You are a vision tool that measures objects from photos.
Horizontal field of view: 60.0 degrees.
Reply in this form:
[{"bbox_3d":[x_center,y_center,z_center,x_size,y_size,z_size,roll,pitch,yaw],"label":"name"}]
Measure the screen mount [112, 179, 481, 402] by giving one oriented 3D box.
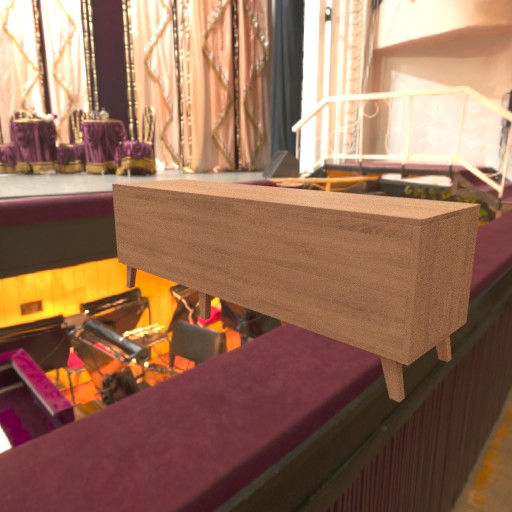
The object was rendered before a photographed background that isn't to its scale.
[{"bbox_3d":[0.000,0.000,1.765,1.500,0.510,0.400,13,19,43],"label":"screen mount"}]
